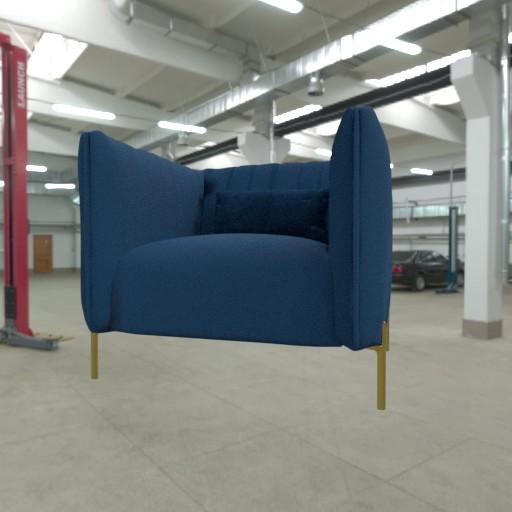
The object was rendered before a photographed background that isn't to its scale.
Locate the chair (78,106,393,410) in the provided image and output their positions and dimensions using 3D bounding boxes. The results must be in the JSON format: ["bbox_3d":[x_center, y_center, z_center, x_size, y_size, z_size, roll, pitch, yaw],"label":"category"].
[{"bbox_3d":[0.000,0.000,1.612,0.947,0.793,0.877,0,1,17],"label":"chair"}]
